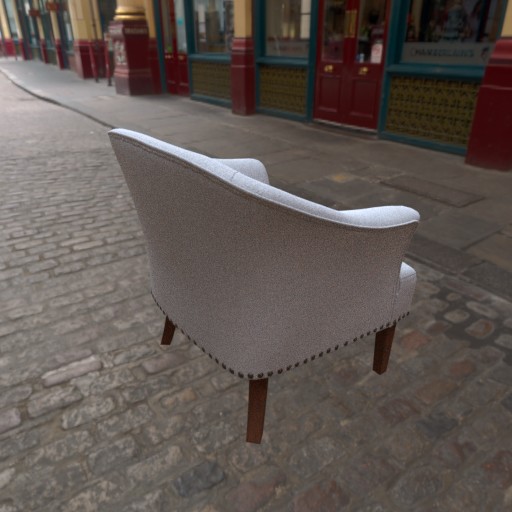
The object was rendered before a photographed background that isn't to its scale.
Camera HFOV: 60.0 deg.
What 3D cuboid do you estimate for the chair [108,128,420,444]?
[{"bbox_3d":[0.000,0.000,1.396,0.704,0.815,0.798,-17,30,-32],"label":"chair"}]
